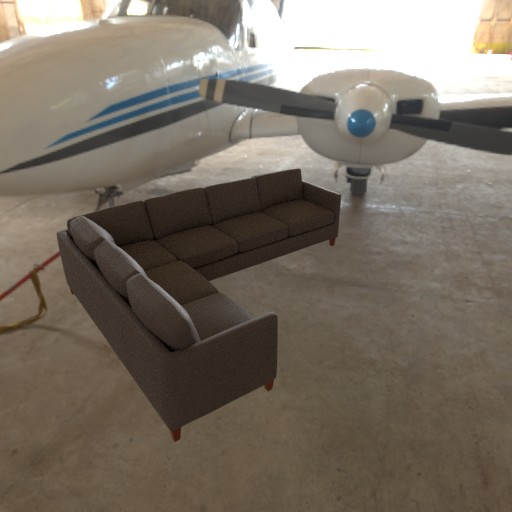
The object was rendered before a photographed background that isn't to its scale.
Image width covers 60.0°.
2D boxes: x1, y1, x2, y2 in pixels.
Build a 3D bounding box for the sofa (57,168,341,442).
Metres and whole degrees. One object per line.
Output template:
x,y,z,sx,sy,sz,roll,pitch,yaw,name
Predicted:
0.000,0.000,4.630,3.302,0.947,2.593,-18,32,-32,sofa
